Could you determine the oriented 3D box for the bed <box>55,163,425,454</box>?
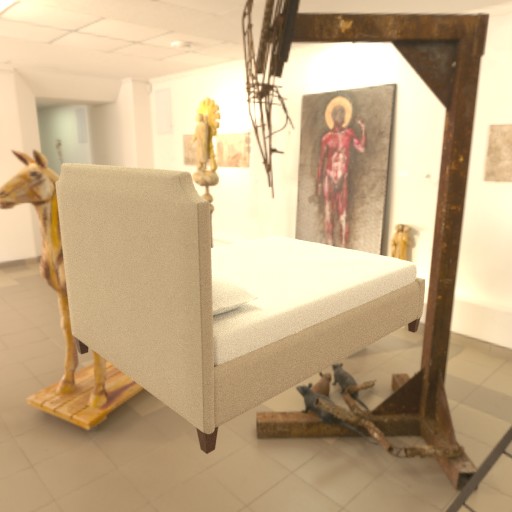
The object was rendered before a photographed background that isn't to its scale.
[{"bbox_3d":[0.000,0.000,3.455,2.372,1.443,1.713,-13,19,-42],"label":"bed"}]
